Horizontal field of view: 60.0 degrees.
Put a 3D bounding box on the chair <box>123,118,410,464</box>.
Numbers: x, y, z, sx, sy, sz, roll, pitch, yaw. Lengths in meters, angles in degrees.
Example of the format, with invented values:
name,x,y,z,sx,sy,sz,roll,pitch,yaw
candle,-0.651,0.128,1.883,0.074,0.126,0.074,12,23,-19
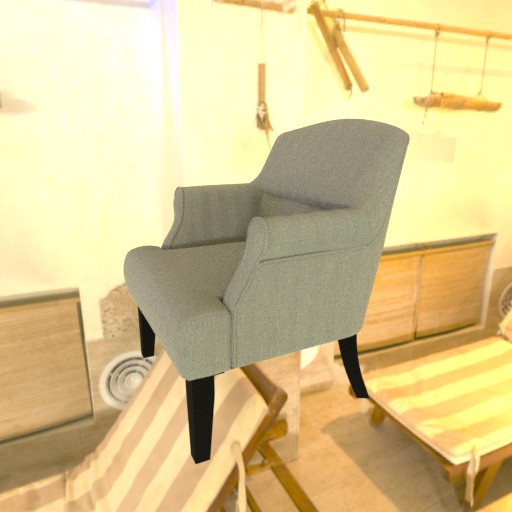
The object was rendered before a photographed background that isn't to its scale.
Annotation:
name,x,y,z,sx,sy,sz,roll,pitch,yaw
chair,0.000,0.000,1.469,0.755,0.880,0.772,-7,17,-25
